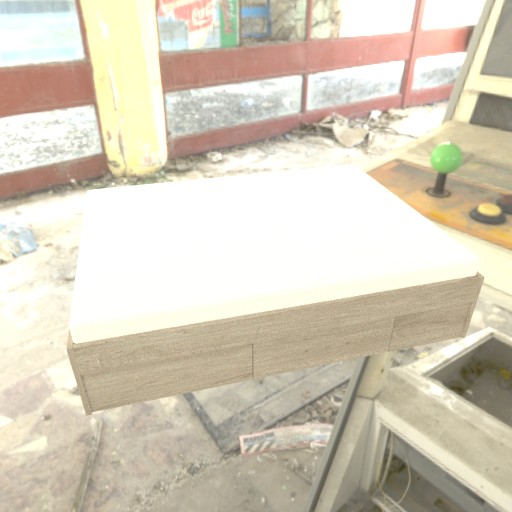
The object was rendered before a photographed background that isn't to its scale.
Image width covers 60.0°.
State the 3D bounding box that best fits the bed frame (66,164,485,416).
[{"bbox_3d":[0.000,0.000,2.642,1.944,0.490,1.448,-8,32,-13],"label":"bed frame"}]
